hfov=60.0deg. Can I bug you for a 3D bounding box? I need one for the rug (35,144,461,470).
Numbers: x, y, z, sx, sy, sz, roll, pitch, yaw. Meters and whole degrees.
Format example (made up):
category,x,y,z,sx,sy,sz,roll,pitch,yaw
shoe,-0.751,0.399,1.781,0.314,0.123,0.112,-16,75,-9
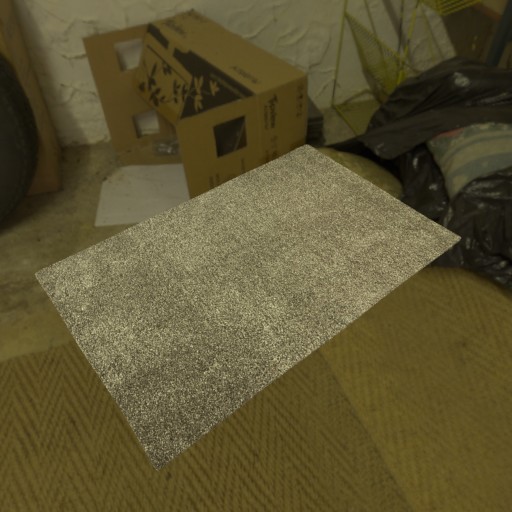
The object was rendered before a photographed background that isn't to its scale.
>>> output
category,x,y,z,sx,sy,sz,roll,pitch,yaw
rug,0.000,0.000,2.879,2.352,0.025,1.501,-30,53,-26
